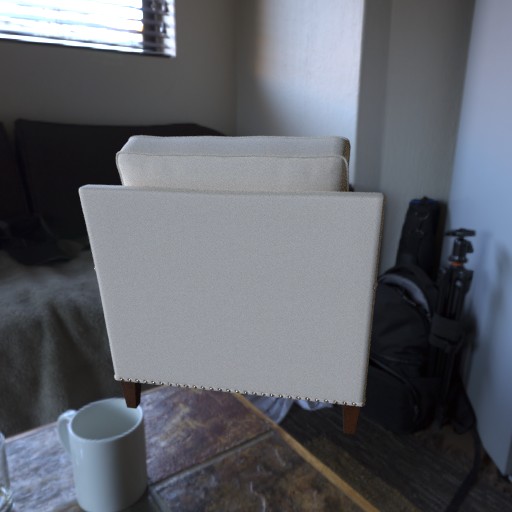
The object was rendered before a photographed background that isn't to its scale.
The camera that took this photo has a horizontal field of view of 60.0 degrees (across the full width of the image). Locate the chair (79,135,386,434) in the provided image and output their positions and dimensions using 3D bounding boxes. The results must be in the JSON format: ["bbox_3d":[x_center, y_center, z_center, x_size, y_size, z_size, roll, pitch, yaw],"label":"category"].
[{"bbox_3d":[0.000,0.000,1.746,0.853,0.943,1.014,3,17,10],"label":"chair"}]
